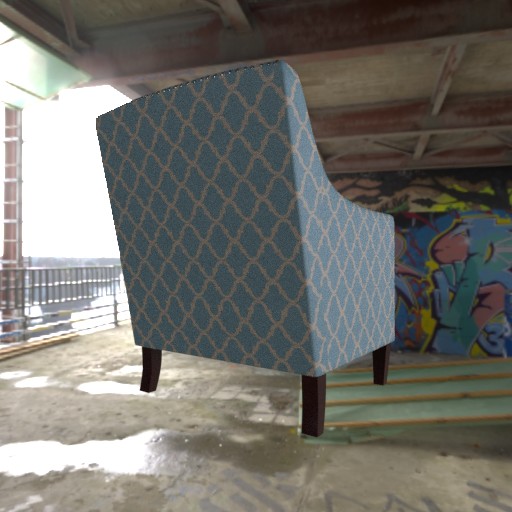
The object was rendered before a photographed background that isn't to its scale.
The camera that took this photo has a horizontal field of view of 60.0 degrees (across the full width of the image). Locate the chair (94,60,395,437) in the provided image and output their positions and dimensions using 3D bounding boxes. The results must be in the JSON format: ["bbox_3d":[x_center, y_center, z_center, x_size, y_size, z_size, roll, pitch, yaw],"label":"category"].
[{"bbox_3d":[0.000,0.000,1.320,0.617,0.817,0.686,0,0,35],"label":"chair"}]
